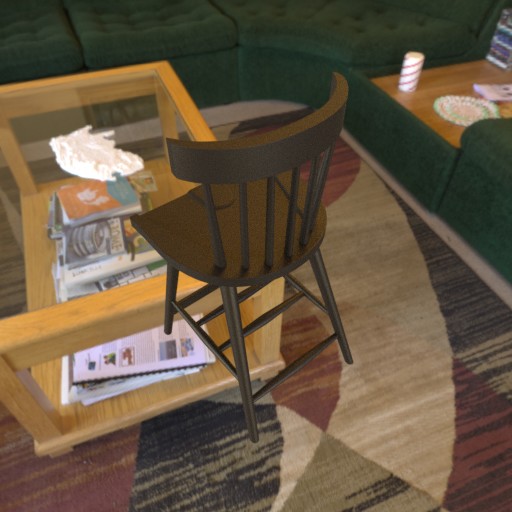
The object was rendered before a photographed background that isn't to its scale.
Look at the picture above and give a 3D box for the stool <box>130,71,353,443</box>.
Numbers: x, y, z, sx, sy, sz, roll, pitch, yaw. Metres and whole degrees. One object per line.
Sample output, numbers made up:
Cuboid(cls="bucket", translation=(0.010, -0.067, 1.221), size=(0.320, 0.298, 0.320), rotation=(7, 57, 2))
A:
Cuboid(cls="stool", translation=(0.000, 0.000, 1.279), size=(0.494, 0.953, 0.549), rotation=(-31, 54, -26))
